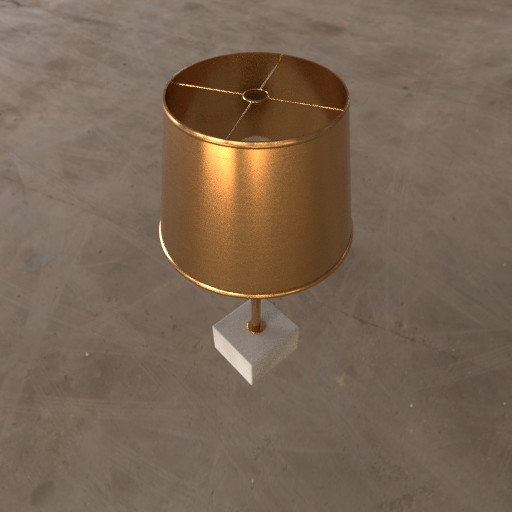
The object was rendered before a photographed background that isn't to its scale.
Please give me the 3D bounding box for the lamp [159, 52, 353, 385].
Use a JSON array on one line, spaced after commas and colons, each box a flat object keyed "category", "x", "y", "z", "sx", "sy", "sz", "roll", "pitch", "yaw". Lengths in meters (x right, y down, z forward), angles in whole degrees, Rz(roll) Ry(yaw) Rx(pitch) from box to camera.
[{"category": "lamp", "x": 0.000, "y": 0.000, "z": 0.519, "sx": 0.208, "sy": 0.406, "sz": 0.208, "roll": 0, "pitch": 47, "yaw": 0}]
